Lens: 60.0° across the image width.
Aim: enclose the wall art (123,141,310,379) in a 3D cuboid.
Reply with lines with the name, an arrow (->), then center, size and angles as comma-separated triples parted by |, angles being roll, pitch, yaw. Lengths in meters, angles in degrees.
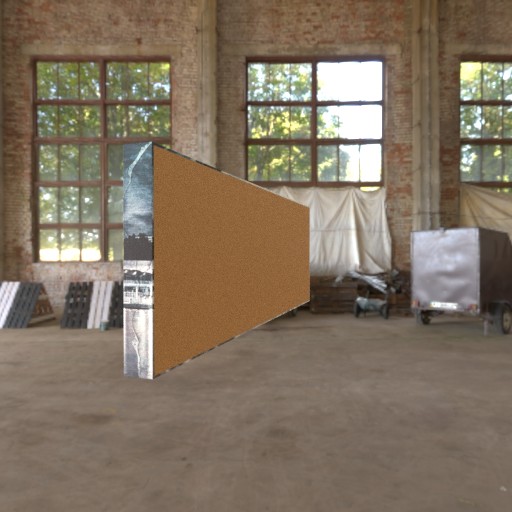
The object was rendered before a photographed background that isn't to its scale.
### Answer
wall art -> 0.000, 0.000, 0.830 | 0.037, 0.251, 0.759 | 0, 1, 19
